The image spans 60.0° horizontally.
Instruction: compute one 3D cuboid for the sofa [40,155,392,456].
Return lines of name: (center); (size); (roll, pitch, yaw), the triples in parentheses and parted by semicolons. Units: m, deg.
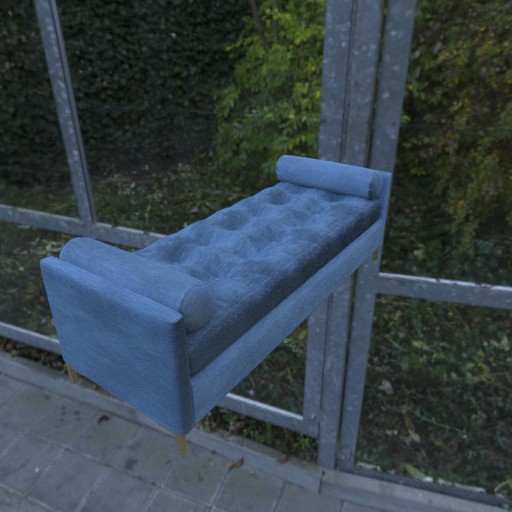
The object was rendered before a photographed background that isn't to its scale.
sofa: (0.000, 0.000, 2.533); (0.796, 0.705, 2.102); (18, 32, 31)
